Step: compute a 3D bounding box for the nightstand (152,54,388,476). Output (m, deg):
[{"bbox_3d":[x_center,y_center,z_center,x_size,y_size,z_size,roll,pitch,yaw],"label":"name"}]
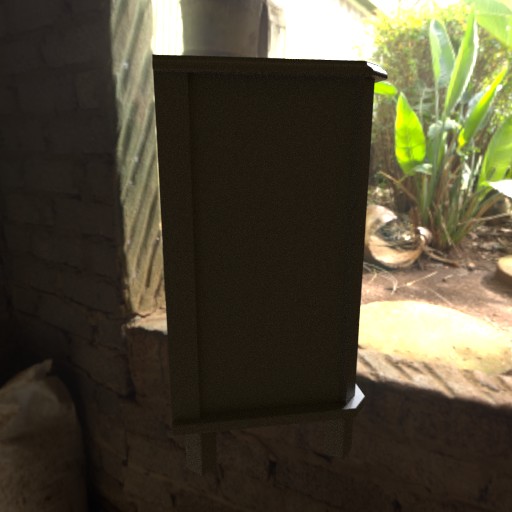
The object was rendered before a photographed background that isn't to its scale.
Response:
[{"bbox_3d":[0.000,0.000,0.908,0.350,0.680,0.450,-2,15,-9],"label":"nightstand"}]
